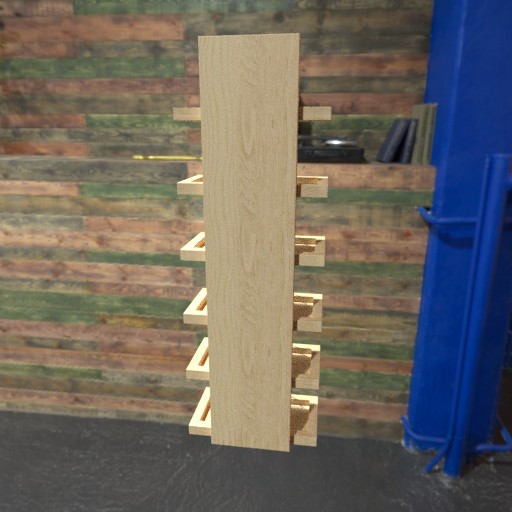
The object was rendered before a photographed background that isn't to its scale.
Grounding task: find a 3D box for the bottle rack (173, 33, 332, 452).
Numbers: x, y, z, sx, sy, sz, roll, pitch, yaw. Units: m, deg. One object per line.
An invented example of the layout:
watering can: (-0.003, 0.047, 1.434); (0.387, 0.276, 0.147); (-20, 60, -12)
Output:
bottle rack: (0.000, 0.000, 1.080); (0.330, 0.943, 0.206); (2, 16, 8)
